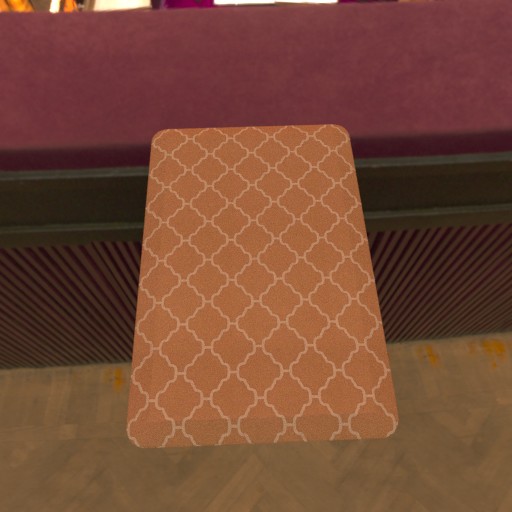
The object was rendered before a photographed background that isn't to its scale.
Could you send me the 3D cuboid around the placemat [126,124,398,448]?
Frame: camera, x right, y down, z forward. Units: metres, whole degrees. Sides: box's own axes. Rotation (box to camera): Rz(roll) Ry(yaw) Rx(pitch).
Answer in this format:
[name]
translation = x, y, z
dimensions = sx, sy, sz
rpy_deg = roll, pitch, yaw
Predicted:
[placemat]
translation = 0.000, 0.000, 0.977
dimensions = 0.508, 0.021, 0.762
rpy_deg = -2, 63, -1
